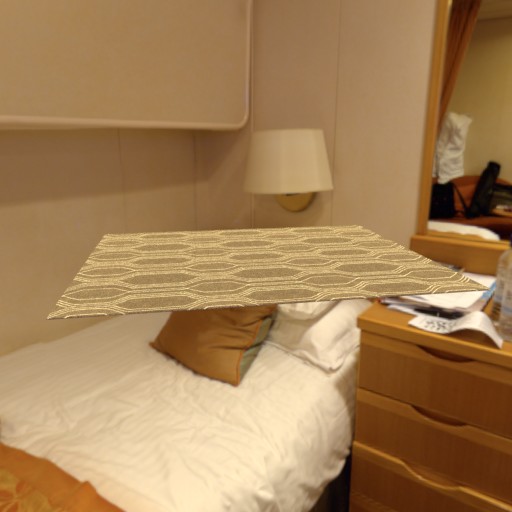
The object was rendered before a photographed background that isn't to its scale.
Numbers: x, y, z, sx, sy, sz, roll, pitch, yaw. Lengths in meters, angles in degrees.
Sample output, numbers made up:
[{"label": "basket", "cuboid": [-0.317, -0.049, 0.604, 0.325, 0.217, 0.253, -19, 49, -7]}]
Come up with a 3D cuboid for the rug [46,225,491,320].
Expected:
[{"label": "rug", "cuboid": [0.000, 0.000, 4.148, 3.062, 0.012, 2.457, -3, 15, -10]}]
